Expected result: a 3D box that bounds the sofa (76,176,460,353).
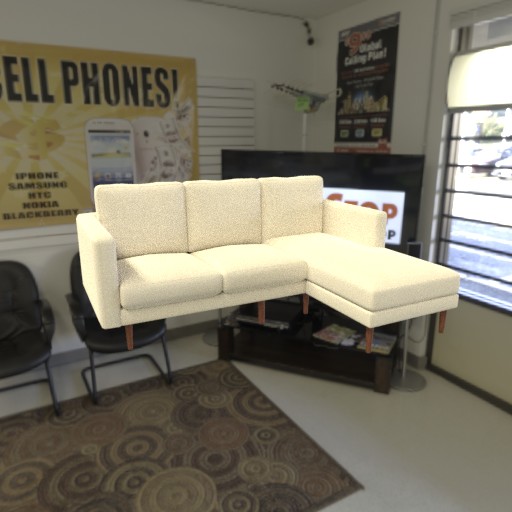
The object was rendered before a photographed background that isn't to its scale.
[{"bbox_3d":[0.000,0.000,2.913,2.029,0.899,1.580,-7,16,-26],"label":"sofa"}]
